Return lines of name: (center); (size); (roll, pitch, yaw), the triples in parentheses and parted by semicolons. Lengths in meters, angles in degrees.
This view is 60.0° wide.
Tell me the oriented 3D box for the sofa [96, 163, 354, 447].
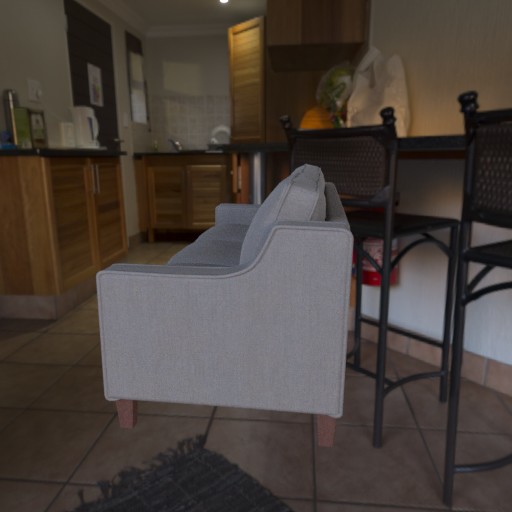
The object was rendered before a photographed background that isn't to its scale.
sofa: (0.000, 0.000, 2.503); (0.911, 0.974, 1.986); (2, 14, 8)
